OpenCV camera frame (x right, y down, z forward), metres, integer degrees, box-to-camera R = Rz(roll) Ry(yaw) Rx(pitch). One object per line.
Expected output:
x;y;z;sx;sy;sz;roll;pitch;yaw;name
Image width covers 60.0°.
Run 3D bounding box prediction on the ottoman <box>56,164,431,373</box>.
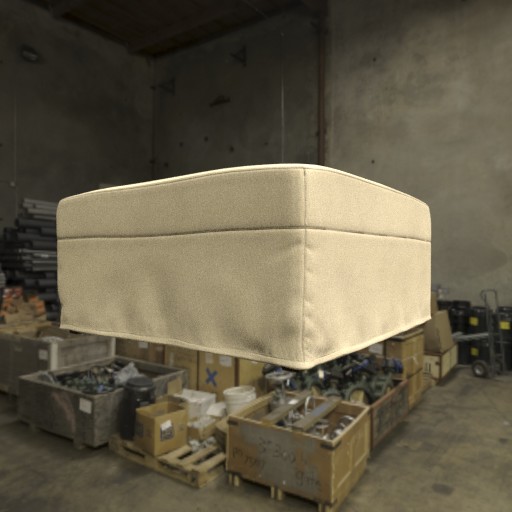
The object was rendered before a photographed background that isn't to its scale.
0.000;0.000;1.352;0.842;0.441;0.843;0;-1;36;ottoman
